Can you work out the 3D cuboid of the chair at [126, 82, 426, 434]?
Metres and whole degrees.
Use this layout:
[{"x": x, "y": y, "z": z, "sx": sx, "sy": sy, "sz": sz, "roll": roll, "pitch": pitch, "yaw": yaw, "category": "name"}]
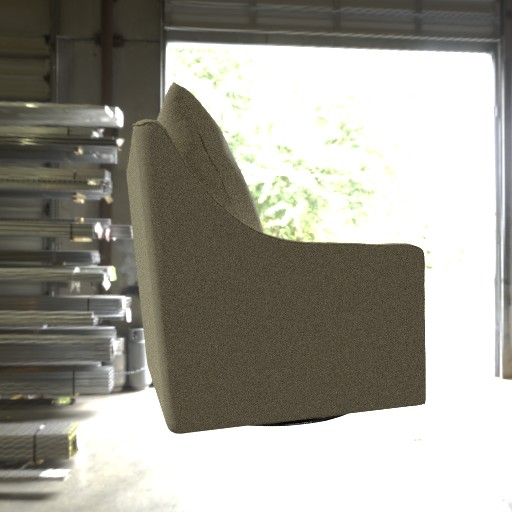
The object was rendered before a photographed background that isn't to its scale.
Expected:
[{"x": 0.000, "y": 0.000, "z": 1.582, "sx": 0.876, "sy": 0.965, "sz": 0.756, "roll": 0, "pitch": -1, "yaw": -18, "category": "chair"}]
